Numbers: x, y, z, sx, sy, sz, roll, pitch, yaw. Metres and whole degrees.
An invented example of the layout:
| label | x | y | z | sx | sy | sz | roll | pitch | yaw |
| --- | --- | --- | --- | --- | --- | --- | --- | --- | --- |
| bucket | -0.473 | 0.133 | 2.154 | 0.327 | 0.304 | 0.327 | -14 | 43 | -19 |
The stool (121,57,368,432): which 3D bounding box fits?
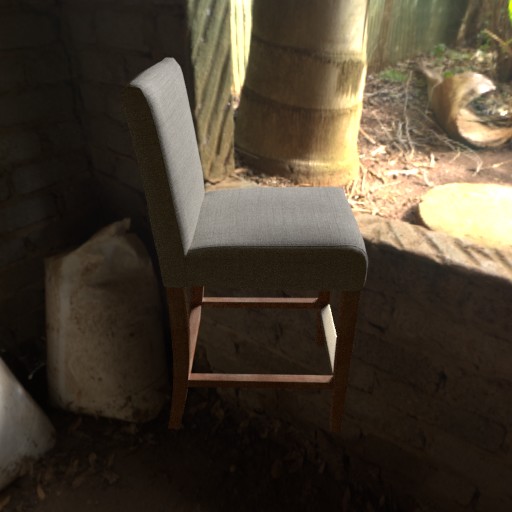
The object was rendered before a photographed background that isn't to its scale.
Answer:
| label | x | y | z | sx | sy | sz | roll | pitch | yaw |
| --- | --- | --- | --- | --- | --- | --- | --- | --- | --- |
| stool | 0.000 | 0.000 | 1.317 | 0.567 | 1.039 | 0.454 | 0 | 31 | 0 |
